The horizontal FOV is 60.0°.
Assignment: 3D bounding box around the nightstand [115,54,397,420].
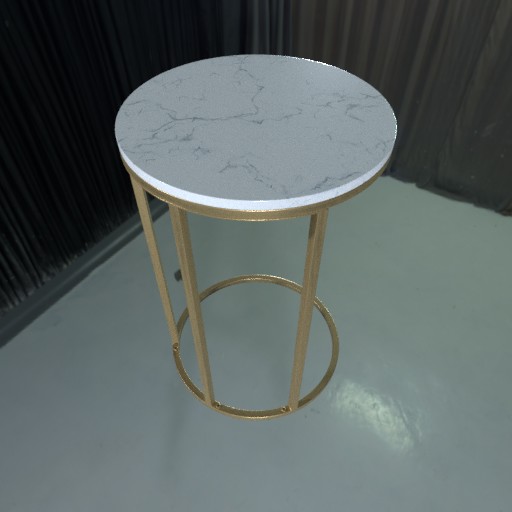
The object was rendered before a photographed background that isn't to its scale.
[{"bbox_3d":[0.000,0.000,0.865,0.400,0.610,0.400,24,51,21],"label":"nightstand"}]
